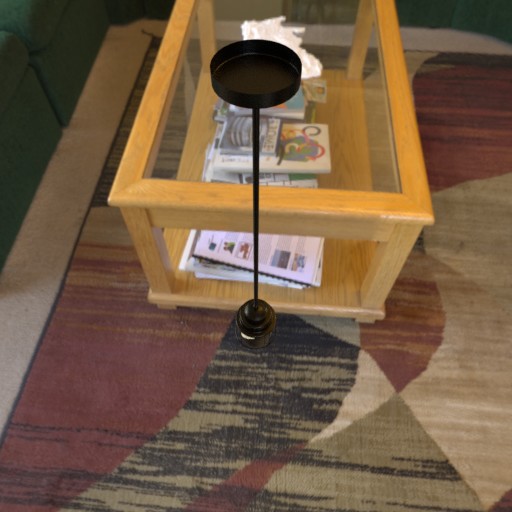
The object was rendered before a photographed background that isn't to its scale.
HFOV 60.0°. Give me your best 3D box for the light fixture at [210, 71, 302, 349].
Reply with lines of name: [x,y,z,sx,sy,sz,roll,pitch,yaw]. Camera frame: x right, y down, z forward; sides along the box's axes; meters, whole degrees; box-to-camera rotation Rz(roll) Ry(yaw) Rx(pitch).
light fixture: [0.000,0.000,0.974,0.123,0.920,0.123,-11,57,-7]
